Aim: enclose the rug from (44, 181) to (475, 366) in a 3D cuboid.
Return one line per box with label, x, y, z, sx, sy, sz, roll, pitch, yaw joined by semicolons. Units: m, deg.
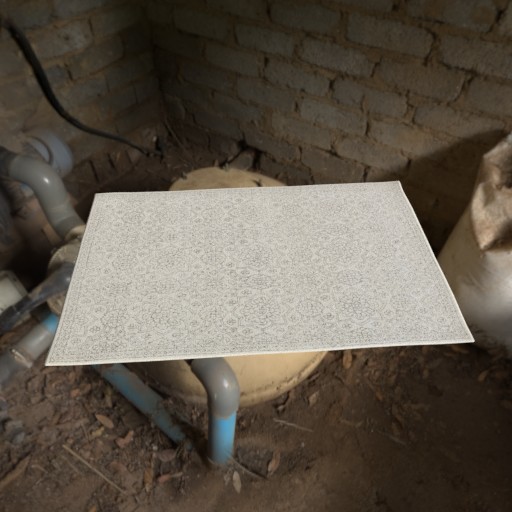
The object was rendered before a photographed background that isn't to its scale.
rug;0.000;0.000;2.407;1.947;0.023;1.214;-3;47;-3
